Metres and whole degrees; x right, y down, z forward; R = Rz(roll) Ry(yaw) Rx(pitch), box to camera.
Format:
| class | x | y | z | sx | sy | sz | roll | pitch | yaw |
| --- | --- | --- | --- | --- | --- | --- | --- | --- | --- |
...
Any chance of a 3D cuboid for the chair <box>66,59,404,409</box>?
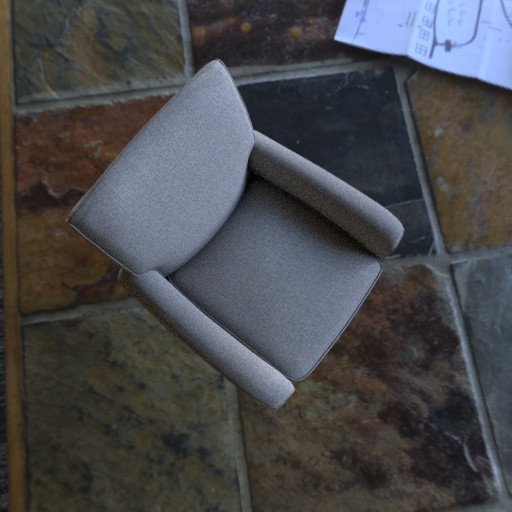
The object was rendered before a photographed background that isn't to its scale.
| class | x | y | z | sx | sy | sz | roll | pitch | yaw |
| --- | --- | --- | --- | --- | --- | --- | --- | --- | --- |
| chair | 0.000 | 0.000 | 1.689 | 0.864 | 1.014 | 0.848 | 37 | 79 | 9 |
